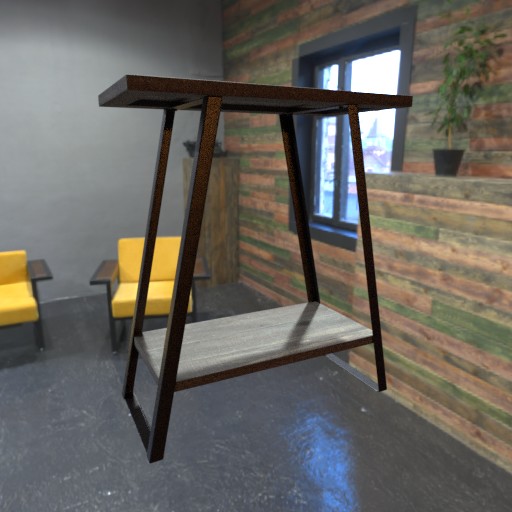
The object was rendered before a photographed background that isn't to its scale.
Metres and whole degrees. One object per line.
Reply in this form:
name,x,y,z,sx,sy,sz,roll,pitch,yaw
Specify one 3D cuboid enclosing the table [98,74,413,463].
table,0.000,0.000,1.022,0.599,0.701,0.300,-7,15,-26
